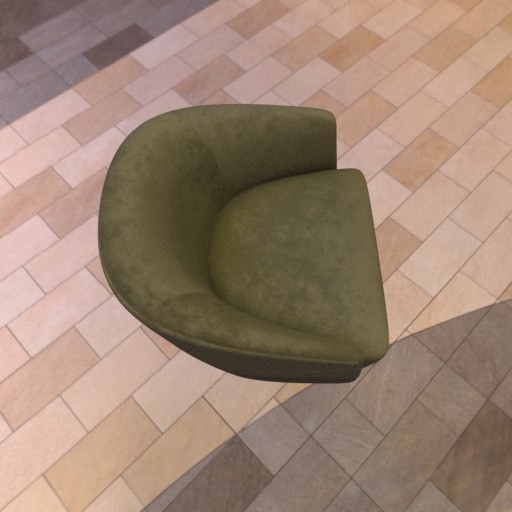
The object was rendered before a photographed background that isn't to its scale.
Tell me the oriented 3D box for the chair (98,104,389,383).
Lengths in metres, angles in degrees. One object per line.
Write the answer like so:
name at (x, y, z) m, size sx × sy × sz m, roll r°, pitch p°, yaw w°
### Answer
chair at (0.000, 0.000, 1.377) m, size 0.767 × 0.698 × 0.773 m, roll 0°, pitch 63°, yaw 0°
